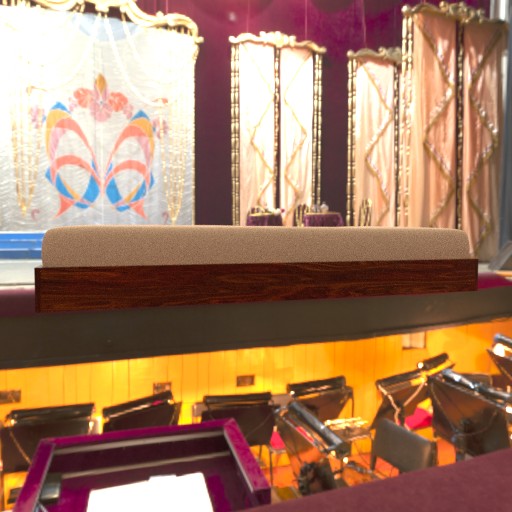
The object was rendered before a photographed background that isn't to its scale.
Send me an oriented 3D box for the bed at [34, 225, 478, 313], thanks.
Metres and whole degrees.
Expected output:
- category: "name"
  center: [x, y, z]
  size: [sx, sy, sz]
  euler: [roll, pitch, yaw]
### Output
- category: "bed"
  center: [0.000, 0.000, 2.204]
  size: [1.860, 0.312, 0.940]
  euler: [-1, 3, -19]
